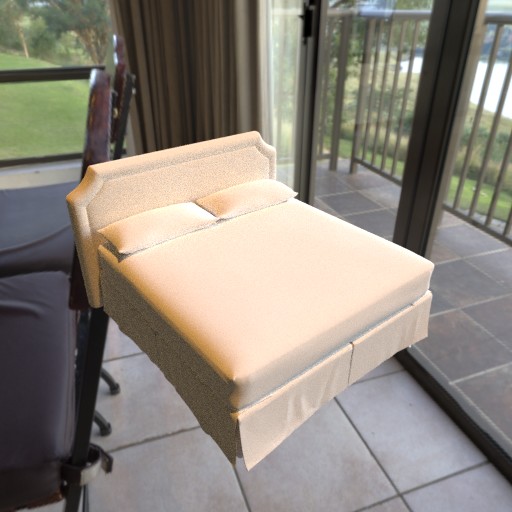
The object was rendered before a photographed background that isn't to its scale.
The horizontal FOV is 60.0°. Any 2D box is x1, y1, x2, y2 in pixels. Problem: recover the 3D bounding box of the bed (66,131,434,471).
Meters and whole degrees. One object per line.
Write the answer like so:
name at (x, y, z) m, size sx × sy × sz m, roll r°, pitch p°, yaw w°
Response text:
bed at (0.000, 0.000, 3.574) m, size 2.160 × 1.301 × 2.204 m, roll -22°, pitch 37°, yaw -33°
